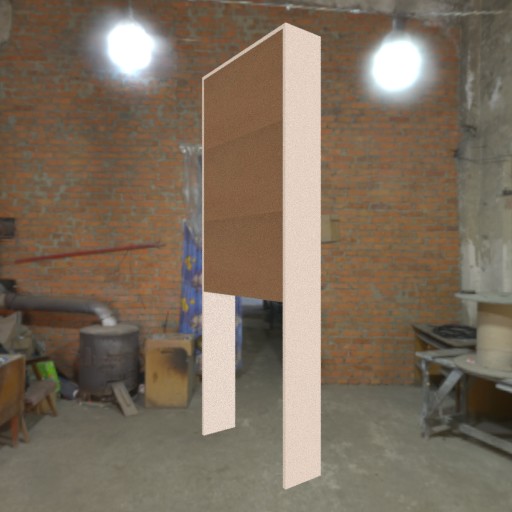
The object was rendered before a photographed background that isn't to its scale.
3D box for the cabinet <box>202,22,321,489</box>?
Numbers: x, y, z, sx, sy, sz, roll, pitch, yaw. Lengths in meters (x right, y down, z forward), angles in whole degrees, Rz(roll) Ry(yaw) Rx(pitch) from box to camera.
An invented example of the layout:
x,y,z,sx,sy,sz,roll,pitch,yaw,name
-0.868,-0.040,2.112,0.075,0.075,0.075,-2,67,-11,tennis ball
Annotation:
x,y,z,sx,sy,sz,roll,pitch,yaw,name
0.000,0.000,1.996,0.192,1.770,0.643,0,0,-36,cabinet
